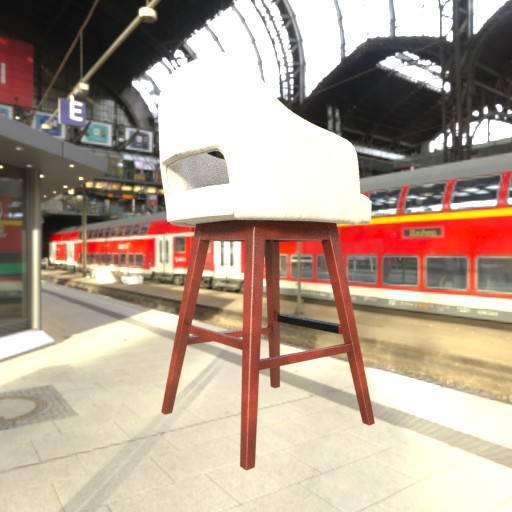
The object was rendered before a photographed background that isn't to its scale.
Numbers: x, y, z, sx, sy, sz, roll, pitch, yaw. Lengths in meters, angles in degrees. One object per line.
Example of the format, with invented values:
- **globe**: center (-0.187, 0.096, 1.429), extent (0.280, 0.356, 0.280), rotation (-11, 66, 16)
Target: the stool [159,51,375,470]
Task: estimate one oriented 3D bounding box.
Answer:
- **stool**: center (0.000, 0.000, 1.357), extent (0.558, 1.012, 0.548), rotation (-1, 1, -37)
